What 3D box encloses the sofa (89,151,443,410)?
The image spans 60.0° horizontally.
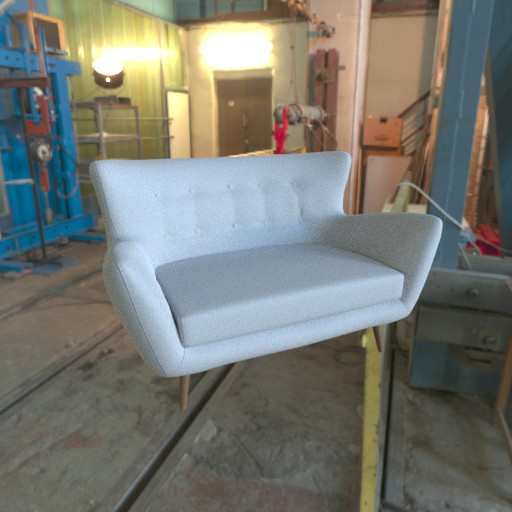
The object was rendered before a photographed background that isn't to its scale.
[{"bbox_3d":[0.000,0.000,2.046,1.424,0.878,0.921,-8,19,-25],"label":"sofa"}]
